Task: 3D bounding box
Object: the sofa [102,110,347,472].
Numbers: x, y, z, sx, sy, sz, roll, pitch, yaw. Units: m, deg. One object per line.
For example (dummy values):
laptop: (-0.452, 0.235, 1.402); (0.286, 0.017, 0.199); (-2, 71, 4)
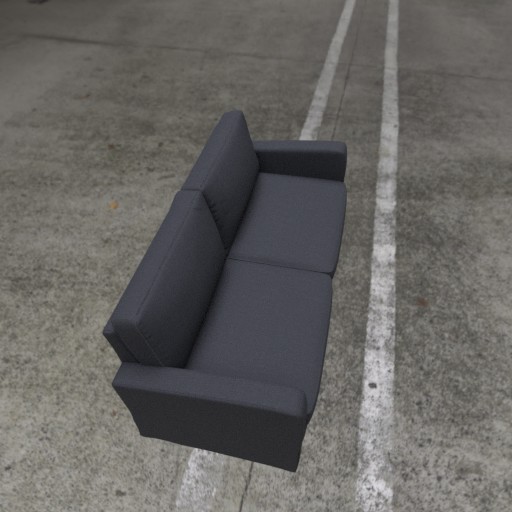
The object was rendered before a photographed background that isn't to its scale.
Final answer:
sofa: (0.000, 0.000, 2.427); (0.898, 0.839, 1.852); (10, 48, 9)
